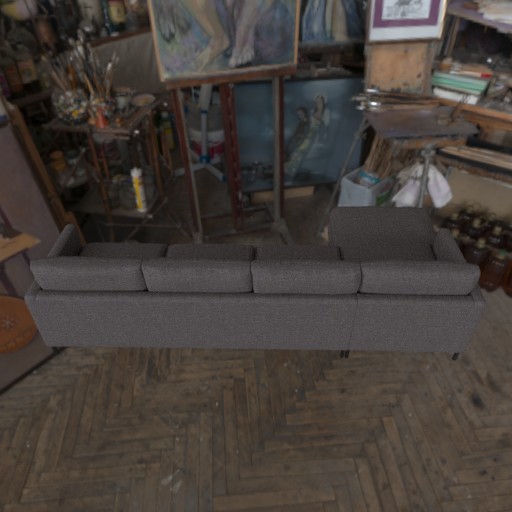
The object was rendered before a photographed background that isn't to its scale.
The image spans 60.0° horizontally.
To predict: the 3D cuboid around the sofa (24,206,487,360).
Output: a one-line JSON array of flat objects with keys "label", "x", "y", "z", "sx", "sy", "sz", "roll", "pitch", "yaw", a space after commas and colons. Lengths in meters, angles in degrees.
[{"label": "sofa", "x": 0.000, "y": 0.000, "z": 3.139, "sx": 2.731, "sy": 0.754, "sz": 1.258, "roll": 1, "pitch": 40, "yaw": 1}]
